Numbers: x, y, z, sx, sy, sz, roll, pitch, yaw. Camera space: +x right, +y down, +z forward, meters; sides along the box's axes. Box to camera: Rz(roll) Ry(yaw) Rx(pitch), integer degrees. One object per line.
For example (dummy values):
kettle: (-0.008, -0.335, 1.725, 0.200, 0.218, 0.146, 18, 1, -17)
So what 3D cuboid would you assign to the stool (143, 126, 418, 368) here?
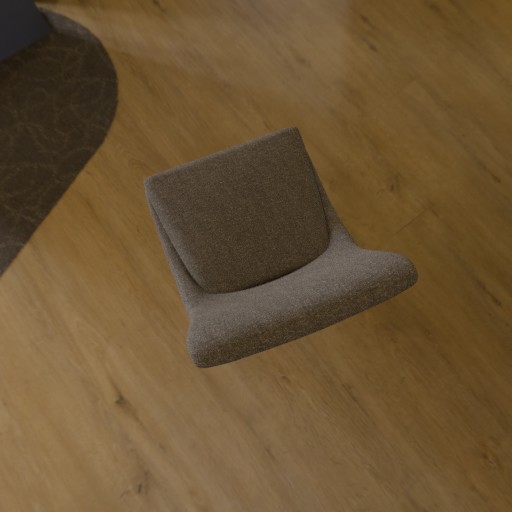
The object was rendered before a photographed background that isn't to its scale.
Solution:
stool: (0.000, 0.000, 1.351, 0.489, 1.068, 0.572, -21, 77, -5)
